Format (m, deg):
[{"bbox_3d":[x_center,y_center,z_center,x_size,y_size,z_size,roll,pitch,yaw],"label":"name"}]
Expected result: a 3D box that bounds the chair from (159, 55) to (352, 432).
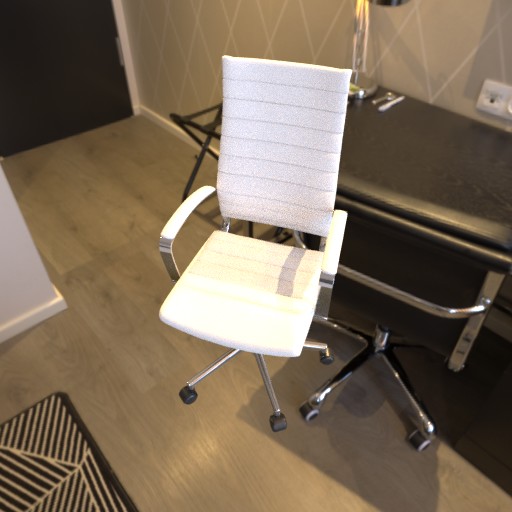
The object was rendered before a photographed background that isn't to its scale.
[{"bbox_3d":[0.000,0.000,1.585,0.679,1.149,0.679,12,43,13],"label":"chair"}]
